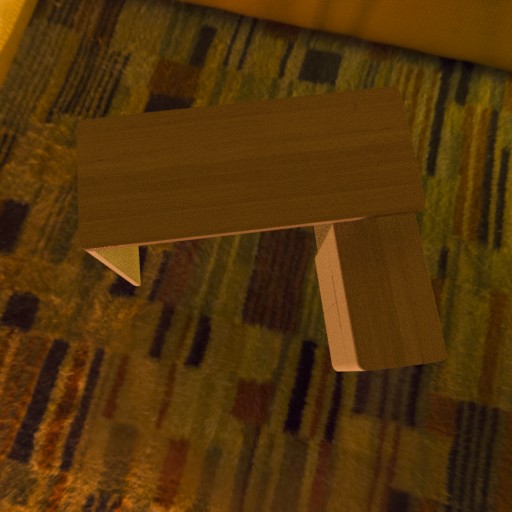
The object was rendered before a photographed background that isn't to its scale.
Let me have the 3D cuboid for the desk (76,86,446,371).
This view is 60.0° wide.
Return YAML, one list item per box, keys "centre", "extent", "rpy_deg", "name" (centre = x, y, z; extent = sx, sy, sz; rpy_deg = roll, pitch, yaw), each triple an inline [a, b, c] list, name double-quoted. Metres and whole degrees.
- centre: [0.000, 0.000, 2.135]
  extent: [1.400, 0.770, 1.175]
  rpy_deg: [-7, 75, -2]
  name: "desk"
